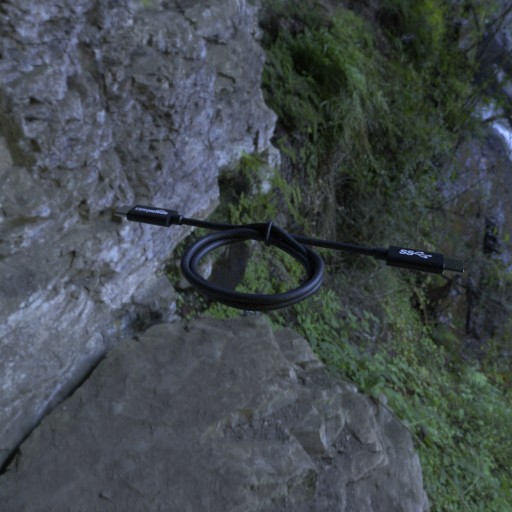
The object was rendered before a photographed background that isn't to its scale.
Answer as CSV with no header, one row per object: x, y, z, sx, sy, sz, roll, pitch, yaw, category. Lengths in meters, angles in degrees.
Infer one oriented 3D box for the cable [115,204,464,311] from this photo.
0.000,0.000,0.209,0.186,0.014,0.070,10,33,16,cable
